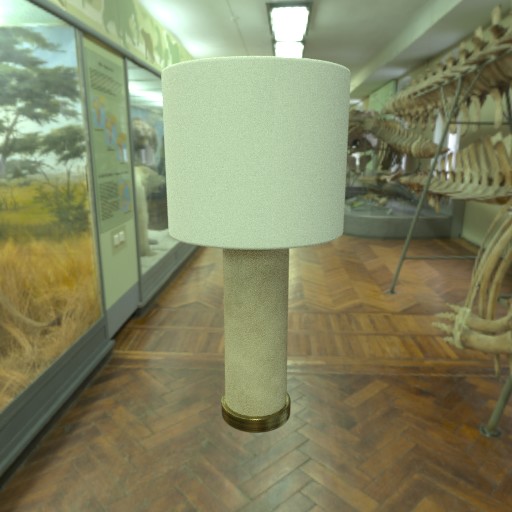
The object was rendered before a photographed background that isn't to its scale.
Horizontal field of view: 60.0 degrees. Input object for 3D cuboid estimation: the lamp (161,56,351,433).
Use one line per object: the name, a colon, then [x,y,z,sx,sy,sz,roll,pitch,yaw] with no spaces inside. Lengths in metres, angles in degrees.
lamp: [0.000,0.000,0.801,0.305,0.634,0.305,-7,16,-26]
